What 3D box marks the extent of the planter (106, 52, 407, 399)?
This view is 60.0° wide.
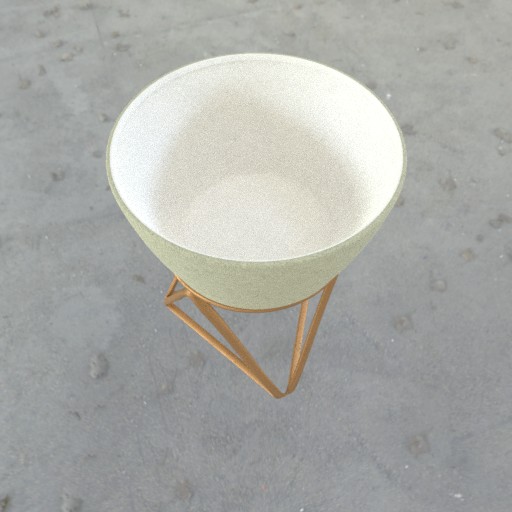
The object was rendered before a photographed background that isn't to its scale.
[{"bbox_3d":[0.000,0.000,0.731,0.350,0.504,0.350,-16,59,-10],"label":"planter"}]
